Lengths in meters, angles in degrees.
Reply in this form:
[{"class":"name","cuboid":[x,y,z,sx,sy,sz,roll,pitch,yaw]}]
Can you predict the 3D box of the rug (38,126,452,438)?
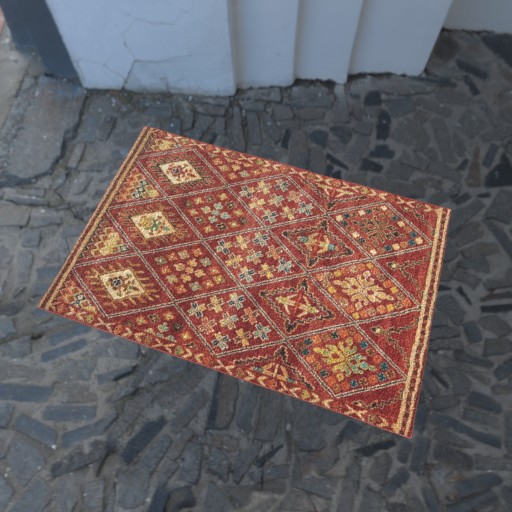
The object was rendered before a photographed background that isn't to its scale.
[{"class":"rug","cuboid":[0.000,0.000,2.844,2.286,0.026,1.521,17,65,8]}]
